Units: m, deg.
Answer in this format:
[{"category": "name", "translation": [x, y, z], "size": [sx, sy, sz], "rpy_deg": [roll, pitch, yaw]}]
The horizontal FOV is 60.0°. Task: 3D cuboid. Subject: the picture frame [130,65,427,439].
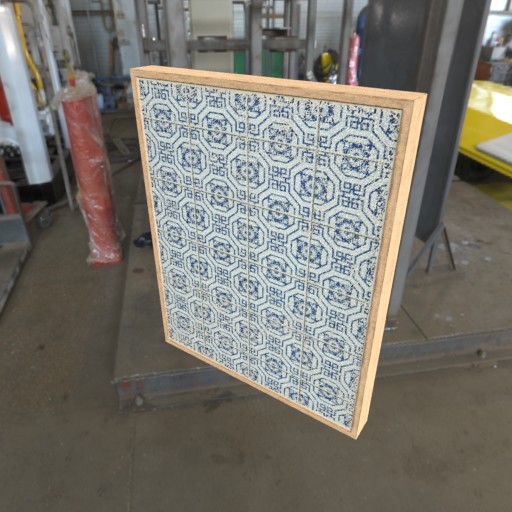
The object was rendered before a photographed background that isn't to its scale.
[{"category": "picture frame", "translation": [0.000, 0.000, 0.702], "size": [0.421, 0.526, 0.046], "rpy_deg": [19, 35, 29]}]
